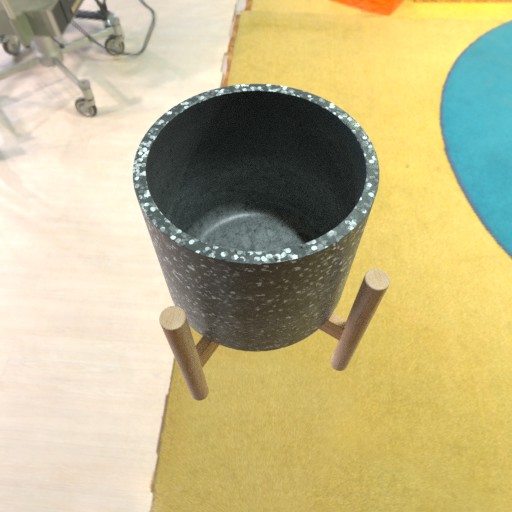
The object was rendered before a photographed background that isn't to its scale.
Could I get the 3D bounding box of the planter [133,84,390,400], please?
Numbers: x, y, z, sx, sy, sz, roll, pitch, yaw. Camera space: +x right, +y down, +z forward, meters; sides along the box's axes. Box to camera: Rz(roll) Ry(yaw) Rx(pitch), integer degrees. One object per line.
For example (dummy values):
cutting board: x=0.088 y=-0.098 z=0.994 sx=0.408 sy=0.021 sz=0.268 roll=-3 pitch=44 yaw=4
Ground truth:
planter: x=0.000 y=0.000 z=0.537 sx=0.284 sy=0.320 sz=0.284 roll=-30 pitch=62 yaw=-18
